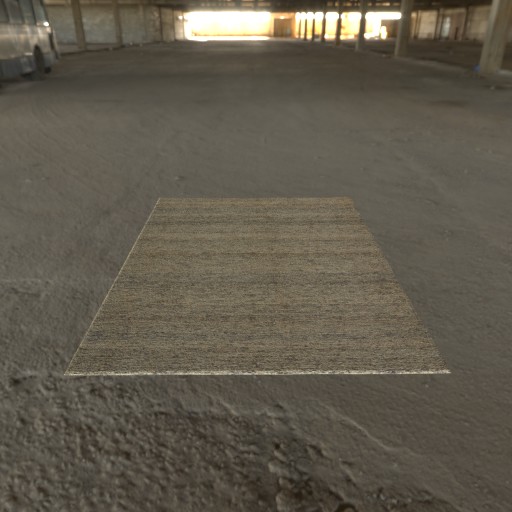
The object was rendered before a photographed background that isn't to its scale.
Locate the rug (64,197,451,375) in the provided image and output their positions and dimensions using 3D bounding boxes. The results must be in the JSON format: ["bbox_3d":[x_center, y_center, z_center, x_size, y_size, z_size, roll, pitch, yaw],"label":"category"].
[{"bbox_3d":[0.000,0.000,4.184,2.414,0.036,3.199,0,27,0],"label":"rug"}]
